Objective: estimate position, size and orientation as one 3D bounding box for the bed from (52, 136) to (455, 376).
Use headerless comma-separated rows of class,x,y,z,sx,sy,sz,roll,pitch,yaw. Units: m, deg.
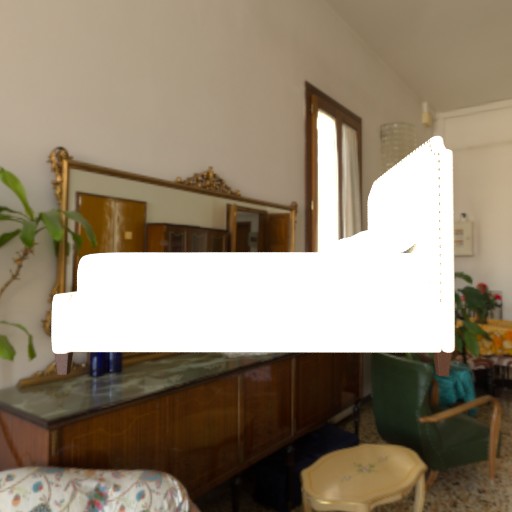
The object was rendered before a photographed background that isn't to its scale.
bed,0.000,0.000,3.413,2.365,1.443,1.712,0,-2,1
